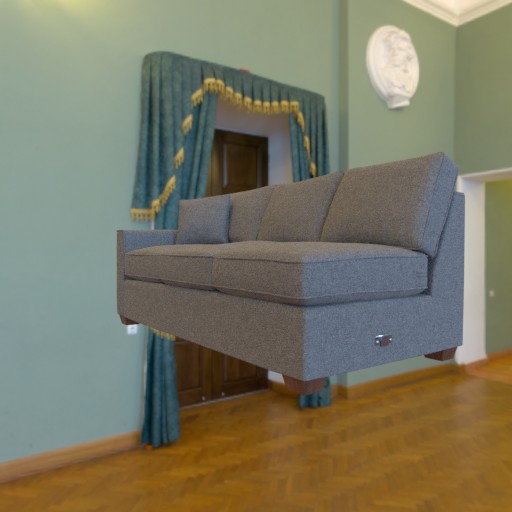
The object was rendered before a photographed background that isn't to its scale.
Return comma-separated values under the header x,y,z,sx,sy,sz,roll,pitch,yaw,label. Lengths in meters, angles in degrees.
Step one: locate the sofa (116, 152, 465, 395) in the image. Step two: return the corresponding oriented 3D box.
x,y,z,sx,sy,sz,roll,pitch,yaw,label
0.000,0.000,2.543,1.034,0.946,1.963,-1,1,-36,sofa
